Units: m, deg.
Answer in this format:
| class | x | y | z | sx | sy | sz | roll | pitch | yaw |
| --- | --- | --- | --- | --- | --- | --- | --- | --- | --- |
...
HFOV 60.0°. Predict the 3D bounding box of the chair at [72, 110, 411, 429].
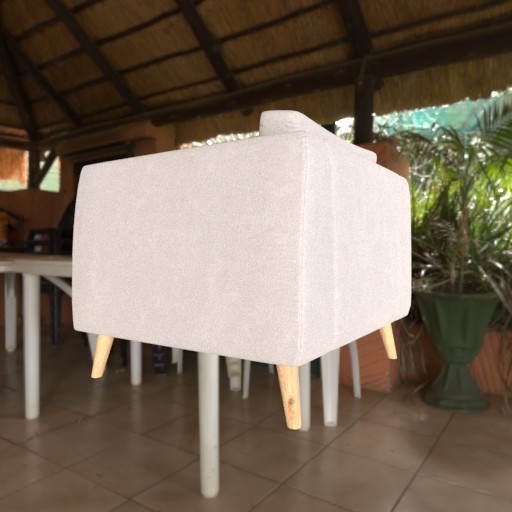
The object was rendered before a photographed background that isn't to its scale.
| class | x | y | z | sx | sy | sz | roll | pitch | yaw |
| --- | --- | --- | --- | --- | --- | --- | --- | --- | --- |
| chair | 0.000 | 0.000 | 1.714 | 0.930 | 0.860 | 1.000 | 1 | 1 | 34 |
